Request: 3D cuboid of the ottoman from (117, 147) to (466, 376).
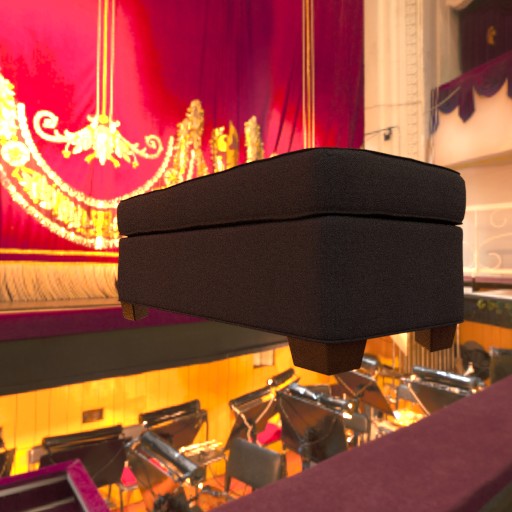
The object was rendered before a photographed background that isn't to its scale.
[{"bbox_3d":[0.000,0.000,1.377,0.515,0.460,1.110,0,-1,-37],"label":"ottoman"}]
